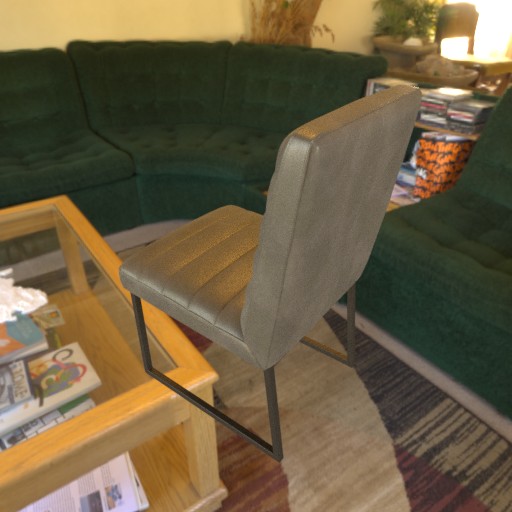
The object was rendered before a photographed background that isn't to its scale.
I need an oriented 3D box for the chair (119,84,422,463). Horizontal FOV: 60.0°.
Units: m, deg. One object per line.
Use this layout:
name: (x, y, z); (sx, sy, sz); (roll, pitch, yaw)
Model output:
chair: (0.000, 0.000, 1.268); (0.634, 0.930, 0.520); (22, 38, 31)
